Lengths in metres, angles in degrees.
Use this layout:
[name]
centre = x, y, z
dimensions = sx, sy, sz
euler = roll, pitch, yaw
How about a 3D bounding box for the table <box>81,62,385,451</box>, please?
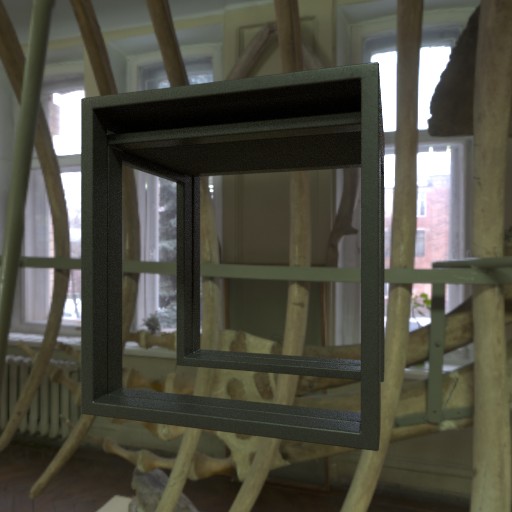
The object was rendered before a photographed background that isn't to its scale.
[table]
centre = 0.000, 0.000, 0.910
dimensions = 0.500, 0.550, 0.449
euler = 0, 0, 17
